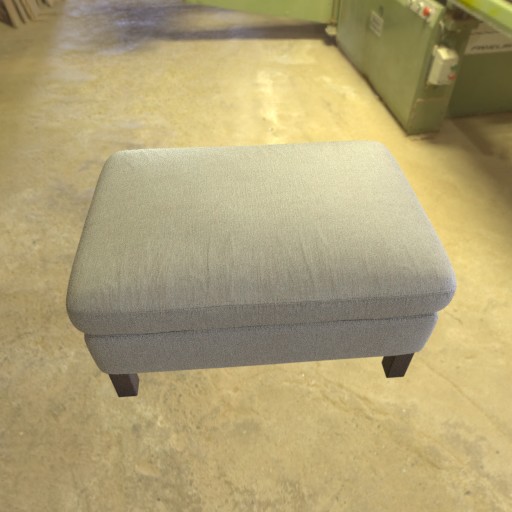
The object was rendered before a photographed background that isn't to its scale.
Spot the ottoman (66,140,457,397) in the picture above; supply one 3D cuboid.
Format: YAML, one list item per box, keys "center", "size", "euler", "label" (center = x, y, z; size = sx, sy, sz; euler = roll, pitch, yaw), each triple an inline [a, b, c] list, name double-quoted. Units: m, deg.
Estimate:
- center: [0.000, 0.000, 1.057]
  size: [0.735, 0.404, 0.528]
  euler: [-3, 45, -3]
  label: "ottoman"
